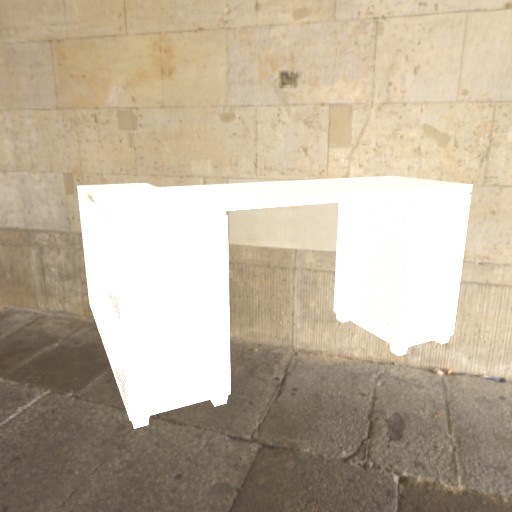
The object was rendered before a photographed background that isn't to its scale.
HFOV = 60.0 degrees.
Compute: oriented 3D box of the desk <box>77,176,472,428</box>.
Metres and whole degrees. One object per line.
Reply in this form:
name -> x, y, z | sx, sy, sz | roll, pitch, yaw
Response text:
desk -> 0.000, 0.000, 2.239 | 1.524, 0.759, 1.199 | -7, 17, -25
